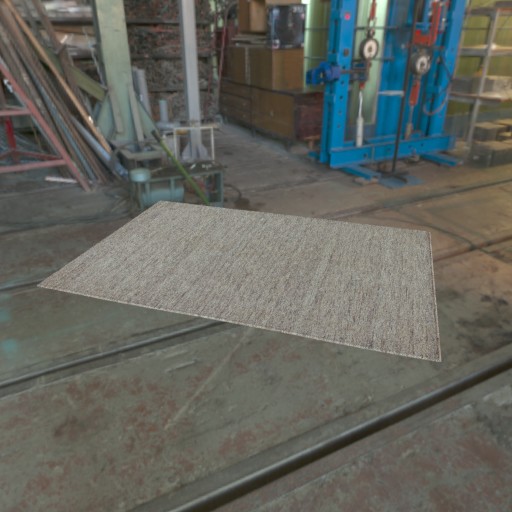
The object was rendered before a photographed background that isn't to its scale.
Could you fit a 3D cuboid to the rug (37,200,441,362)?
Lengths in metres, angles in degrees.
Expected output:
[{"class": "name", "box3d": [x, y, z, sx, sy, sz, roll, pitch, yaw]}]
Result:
[{"class": "rug", "box3d": [0.000, 0.000, 3.012, 2.283, 0.013, 1.547, 8, 28, 15]}]
